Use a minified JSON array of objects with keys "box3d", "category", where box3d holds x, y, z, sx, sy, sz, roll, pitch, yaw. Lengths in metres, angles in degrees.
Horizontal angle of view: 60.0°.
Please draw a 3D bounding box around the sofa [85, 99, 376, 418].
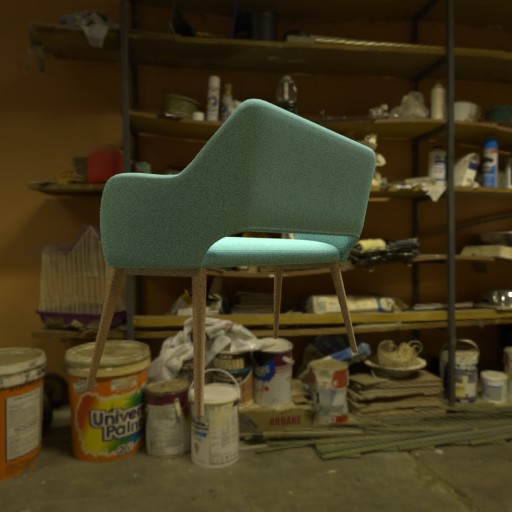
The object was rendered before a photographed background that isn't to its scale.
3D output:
[{"box3d":[0.000,0.000,1.628,0.610,0.840,1.150,1,1,38],"category":"sofa"}]
